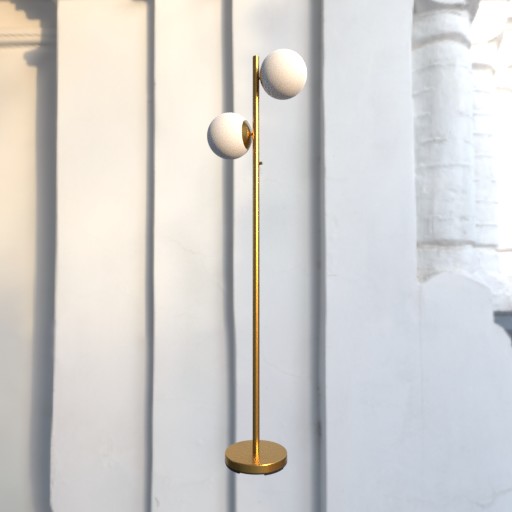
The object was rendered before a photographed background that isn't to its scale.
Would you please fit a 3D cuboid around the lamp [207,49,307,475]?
[{"bbox_3d":[0.000,0.000,1.792,0.419,1.641,0.249,-1,-2,18],"label":"lamp"}]
